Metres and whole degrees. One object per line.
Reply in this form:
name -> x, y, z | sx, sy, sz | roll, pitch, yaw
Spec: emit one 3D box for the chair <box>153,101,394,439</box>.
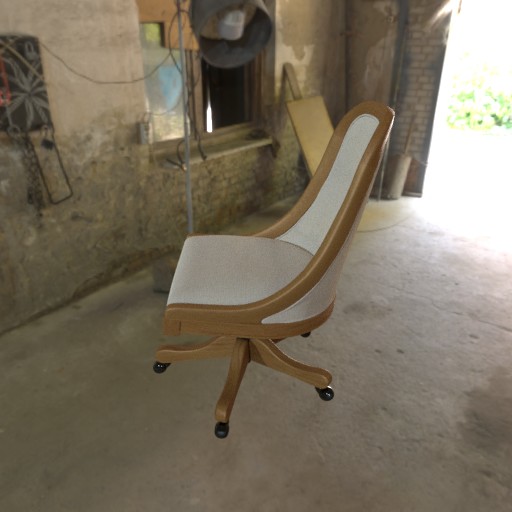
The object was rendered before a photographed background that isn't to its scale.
chair -> 0.000, 0.000, 1.549 | 0.811, 1.009, 0.702 | -1, 26, -1
